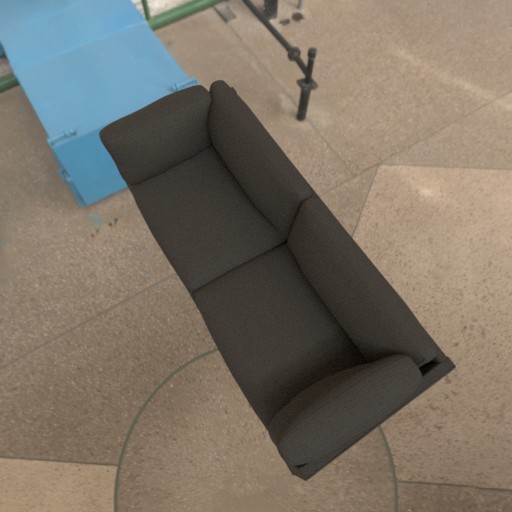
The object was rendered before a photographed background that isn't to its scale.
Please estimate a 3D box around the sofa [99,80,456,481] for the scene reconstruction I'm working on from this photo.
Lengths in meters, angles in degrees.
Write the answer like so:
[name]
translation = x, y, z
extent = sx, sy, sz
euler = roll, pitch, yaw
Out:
[sofa]
translation = 0.000, 0.000, 2.680
extent = 0.969, 0.792, 2.312
euler = -28, 67, -13
